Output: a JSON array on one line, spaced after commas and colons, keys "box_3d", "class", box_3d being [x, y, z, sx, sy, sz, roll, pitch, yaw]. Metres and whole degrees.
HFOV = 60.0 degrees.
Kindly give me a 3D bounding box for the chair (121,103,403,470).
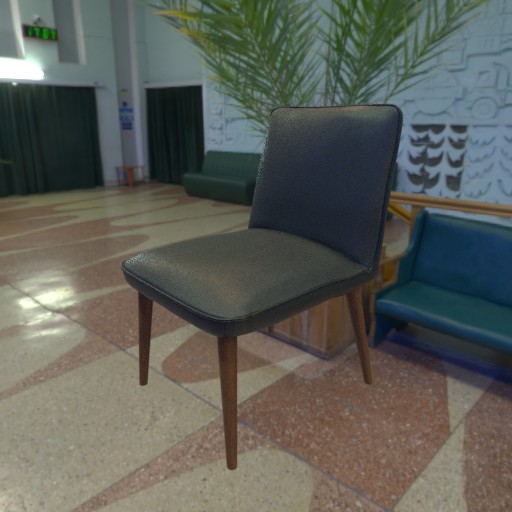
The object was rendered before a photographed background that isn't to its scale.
[{"box_3d": [0.000, 0.000, 1.223, 0.645, 0.801, 0.543, -16, 23, -43], "class": "chair"}]
